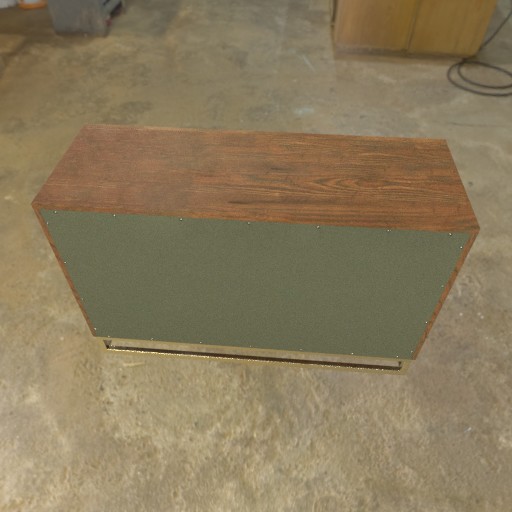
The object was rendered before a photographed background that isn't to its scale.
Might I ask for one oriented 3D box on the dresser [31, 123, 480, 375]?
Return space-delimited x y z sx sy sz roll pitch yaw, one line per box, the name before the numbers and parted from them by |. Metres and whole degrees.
dresser | 0.000 0.000 2.210 1.646 1.061 0.623 3 46 3
